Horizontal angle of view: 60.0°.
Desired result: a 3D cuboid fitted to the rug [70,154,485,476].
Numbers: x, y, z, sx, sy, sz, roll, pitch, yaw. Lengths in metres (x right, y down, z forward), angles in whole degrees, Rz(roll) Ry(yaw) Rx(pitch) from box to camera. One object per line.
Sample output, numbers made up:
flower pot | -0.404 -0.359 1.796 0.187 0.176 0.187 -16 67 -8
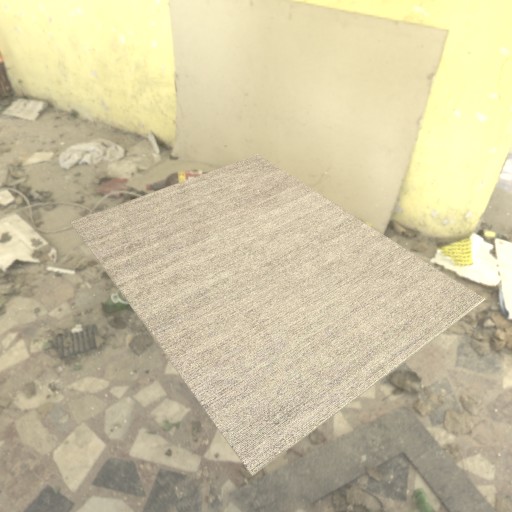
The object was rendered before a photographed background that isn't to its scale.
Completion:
rug | 0.000 0.000 4.138 2.434 0.045 3.202 -26 47 -27
